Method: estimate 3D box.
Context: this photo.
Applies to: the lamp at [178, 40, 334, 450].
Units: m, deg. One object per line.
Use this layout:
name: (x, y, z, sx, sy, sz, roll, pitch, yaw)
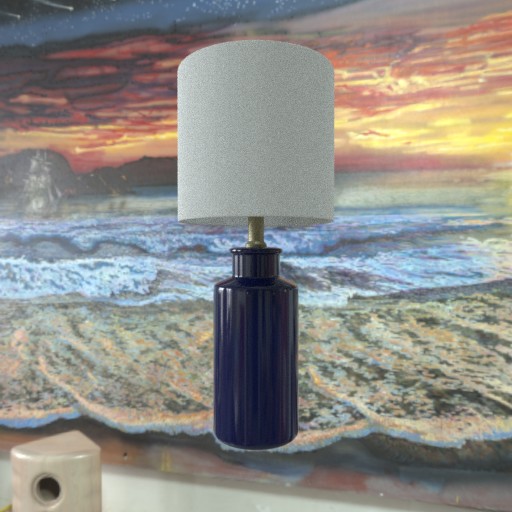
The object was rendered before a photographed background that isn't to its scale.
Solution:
lamp: (0.000, 0.000, 0.611, 0.212, 0.493, 0.212, 0, 1, -19)
